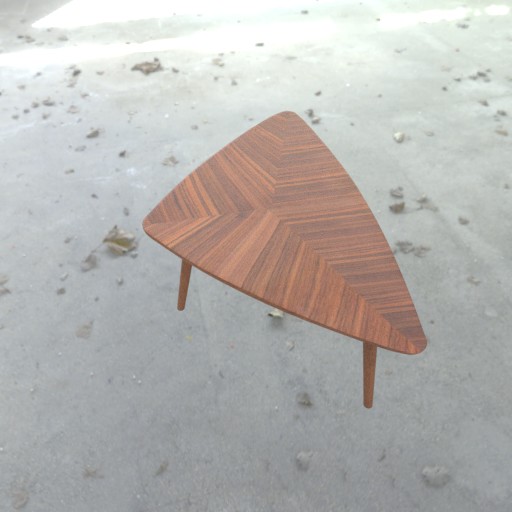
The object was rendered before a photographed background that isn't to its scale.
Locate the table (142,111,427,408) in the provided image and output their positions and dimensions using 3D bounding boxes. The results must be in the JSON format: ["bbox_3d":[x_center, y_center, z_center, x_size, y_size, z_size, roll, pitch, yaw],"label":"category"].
[{"bbox_3d":[0.000,0.000,1.319,0.601,0.365,1.008,-9,46,-9],"label":"table"}]
